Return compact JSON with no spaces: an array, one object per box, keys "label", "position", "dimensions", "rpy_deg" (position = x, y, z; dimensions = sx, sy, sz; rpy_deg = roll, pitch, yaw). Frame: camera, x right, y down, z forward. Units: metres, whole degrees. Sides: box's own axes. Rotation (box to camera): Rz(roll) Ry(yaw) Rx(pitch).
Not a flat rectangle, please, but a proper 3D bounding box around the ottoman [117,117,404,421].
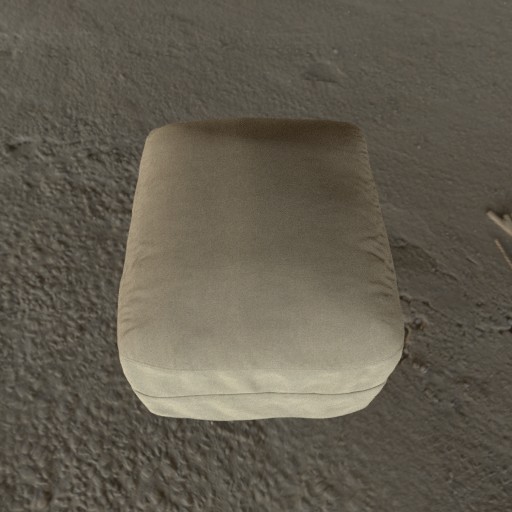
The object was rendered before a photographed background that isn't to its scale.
[{"label":"ottoman","position":[0.000,0.000,1.114],"dimensions":[0.584,0.480,0.712],"rpy_deg":[-1,57,-1]}]
